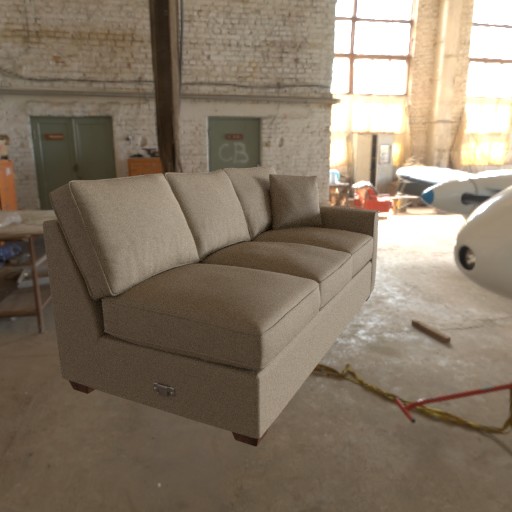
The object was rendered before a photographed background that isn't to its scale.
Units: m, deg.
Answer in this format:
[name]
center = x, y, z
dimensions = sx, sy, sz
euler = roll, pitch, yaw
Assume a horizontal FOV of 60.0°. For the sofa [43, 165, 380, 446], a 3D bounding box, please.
[sofa]
center = 0.000, 0.000, 2.509
dimensions = 1.034, 0.946, 1.963
euler = 7, 15, 26
